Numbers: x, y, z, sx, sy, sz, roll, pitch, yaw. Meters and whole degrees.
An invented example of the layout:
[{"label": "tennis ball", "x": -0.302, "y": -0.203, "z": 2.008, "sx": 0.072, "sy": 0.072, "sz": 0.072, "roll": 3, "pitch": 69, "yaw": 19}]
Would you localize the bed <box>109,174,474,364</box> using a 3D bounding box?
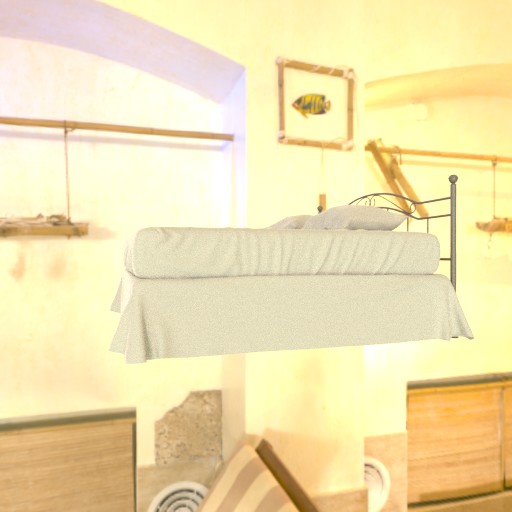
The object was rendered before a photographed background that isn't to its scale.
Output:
[{"label": "bed", "x": 0.000, "y": 0.000, "z": 3.527, "sx": 2.220, "sy": 1.080, "sz": 2.309, "roll": 0, "pitch": 0, "yaw": -18}]
